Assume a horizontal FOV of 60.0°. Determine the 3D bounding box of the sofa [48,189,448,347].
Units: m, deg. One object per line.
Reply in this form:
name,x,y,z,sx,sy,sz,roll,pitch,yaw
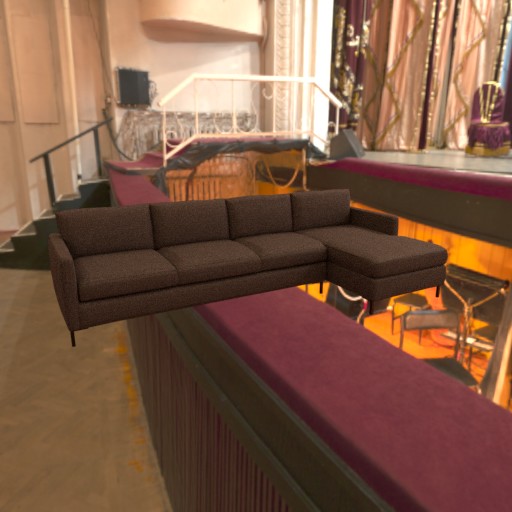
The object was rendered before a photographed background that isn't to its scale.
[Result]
sofa,0.000,0.000,3.878,3.221,0.892,1.483,-8,18,-28
